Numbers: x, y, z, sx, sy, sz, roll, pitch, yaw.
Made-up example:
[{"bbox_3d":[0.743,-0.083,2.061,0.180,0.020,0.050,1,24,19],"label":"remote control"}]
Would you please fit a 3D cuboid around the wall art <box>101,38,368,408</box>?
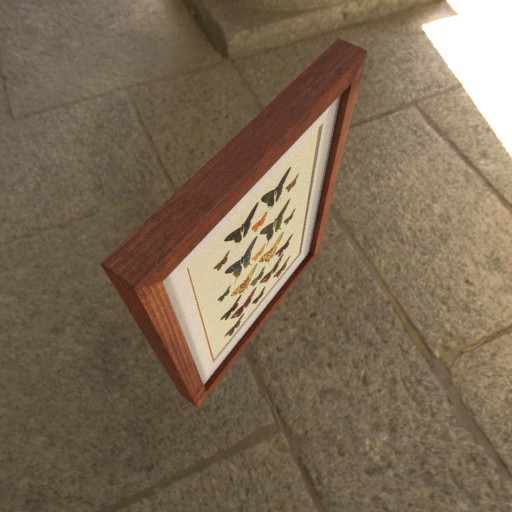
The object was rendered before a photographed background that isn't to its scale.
[{"bbox_3d":[0.000,0.000,0.629,0.039,0.449,0.377,33,65,18],"label":"wall art"}]
